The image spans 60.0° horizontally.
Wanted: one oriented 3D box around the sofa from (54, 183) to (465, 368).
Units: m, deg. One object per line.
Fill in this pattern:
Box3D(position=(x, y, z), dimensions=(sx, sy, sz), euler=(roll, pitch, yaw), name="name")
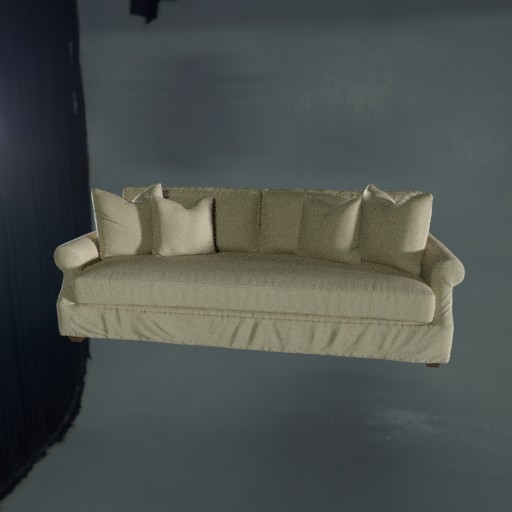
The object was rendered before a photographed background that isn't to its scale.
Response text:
Box3D(position=(0.000, 0.000, 2.808), dimensions=(2.285, 0.904, 1.067), euler=(2, 13, 9), name="sofa")
